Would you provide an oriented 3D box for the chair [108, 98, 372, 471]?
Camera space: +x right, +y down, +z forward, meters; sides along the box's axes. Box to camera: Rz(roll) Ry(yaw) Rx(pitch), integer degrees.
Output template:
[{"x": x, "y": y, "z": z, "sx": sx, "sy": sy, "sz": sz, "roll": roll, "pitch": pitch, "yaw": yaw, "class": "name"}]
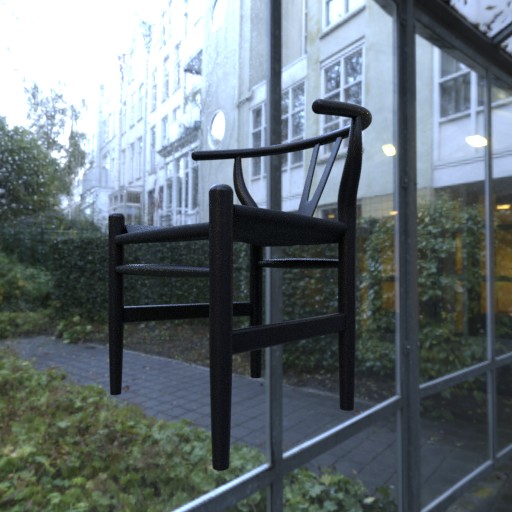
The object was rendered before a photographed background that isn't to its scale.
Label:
[{"x": 0.000, "y": 0.000, "z": 1.130, "sx": 0.579, "sy": 0.730, "sz": 0.569, "roll": 1, "pitch": -1, "yaw": -36, "class": "chair"}]
